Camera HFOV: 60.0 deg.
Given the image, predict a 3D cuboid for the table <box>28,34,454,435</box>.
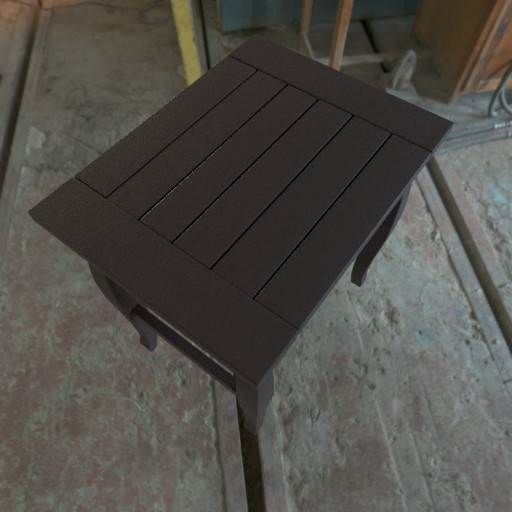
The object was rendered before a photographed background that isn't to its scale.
[{"bbox_3d":[0.000,0.000,1.015,0.460,0.605,0.602,33,64,18],"label":"table"}]
